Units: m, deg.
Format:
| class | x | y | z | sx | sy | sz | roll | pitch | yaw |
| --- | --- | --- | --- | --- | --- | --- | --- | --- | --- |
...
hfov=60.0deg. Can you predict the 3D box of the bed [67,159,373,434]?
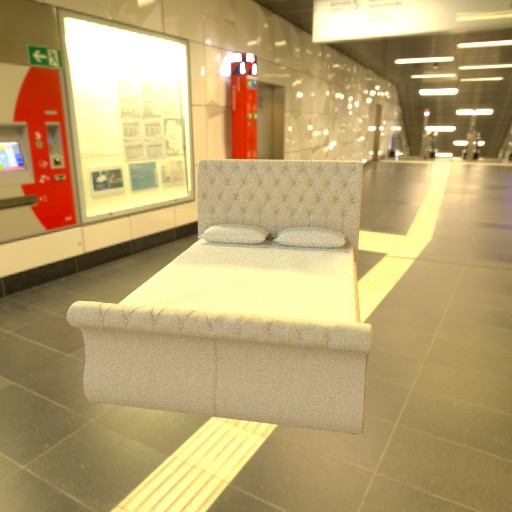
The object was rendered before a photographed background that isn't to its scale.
| class | x | y | z | sx | sy | sz | roll | pitch | yaw |
| --- | --- | --- | --- | --- | --- | --- | --- | --- | --- |
| bed | 0.000 | 0.000 | 3.379 | 1.606 | 1.268 | 2.493 | 3 | 17 | 10 |
